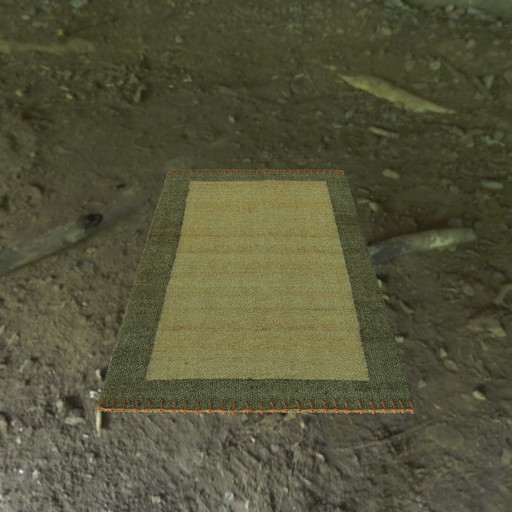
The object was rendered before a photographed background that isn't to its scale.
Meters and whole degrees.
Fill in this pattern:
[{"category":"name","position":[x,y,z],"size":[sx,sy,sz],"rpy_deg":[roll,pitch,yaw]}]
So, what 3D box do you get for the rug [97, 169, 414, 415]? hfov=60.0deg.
[{"category":"rug","position":[0.000,0.000,2.363],"size":[1.220,0.019,1.838],"rpy_deg":[0,40,0]}]
